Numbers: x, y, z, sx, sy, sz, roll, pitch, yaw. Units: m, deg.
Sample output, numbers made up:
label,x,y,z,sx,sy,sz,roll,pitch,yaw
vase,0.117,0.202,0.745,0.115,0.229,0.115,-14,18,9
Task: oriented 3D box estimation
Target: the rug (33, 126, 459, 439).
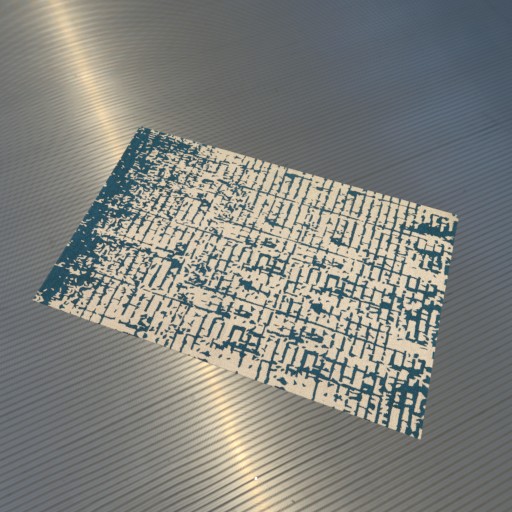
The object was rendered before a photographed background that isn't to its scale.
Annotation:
label,x,y,z,sx,sy,sz,roll,pitch,yaw
rug,0.000,0.000,2.917,2.435,0.011,1.517,17,65,9
